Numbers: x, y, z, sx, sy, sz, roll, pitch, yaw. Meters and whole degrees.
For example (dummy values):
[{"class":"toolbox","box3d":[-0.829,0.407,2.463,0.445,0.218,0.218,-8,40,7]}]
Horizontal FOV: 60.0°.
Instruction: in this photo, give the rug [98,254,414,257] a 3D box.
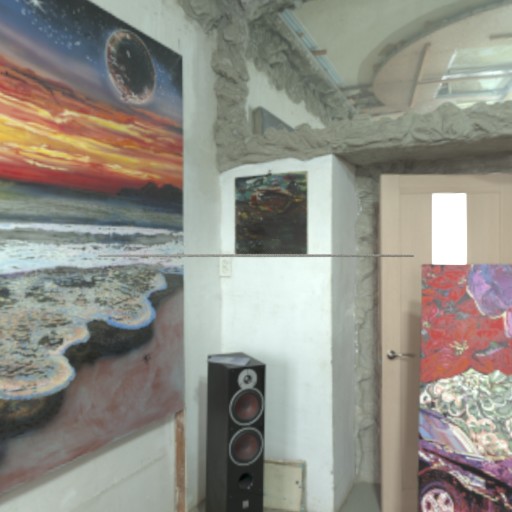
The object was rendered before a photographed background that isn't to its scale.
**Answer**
[{"class":"rug","box3d":[0.000,0.000,3.543,2.382,0.014,2.382,0,0,0]}]
